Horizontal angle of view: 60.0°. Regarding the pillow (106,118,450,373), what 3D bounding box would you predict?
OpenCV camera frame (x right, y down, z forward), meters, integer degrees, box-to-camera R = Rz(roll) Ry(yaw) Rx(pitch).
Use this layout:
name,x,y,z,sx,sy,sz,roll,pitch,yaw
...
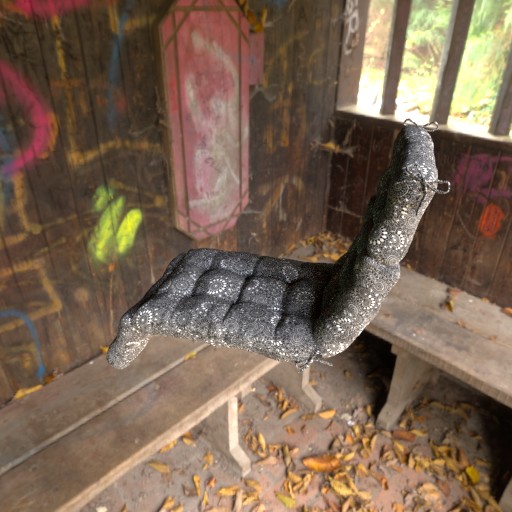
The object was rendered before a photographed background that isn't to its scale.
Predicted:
name,x,y,z,sx,sy,sz,roll,pitch,yaw
pillow,0.000,0.000,1.474,1.016,0.863,0.526,9,31,14
